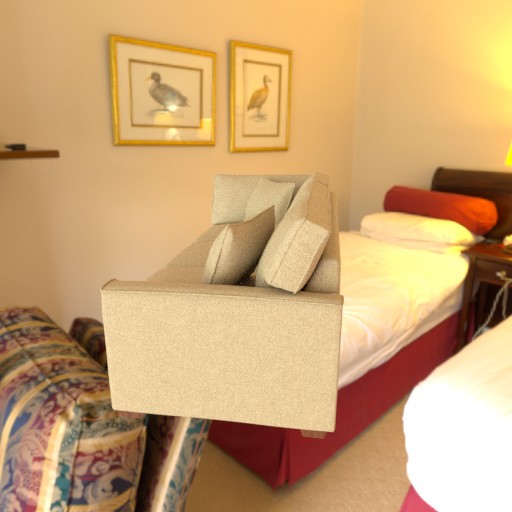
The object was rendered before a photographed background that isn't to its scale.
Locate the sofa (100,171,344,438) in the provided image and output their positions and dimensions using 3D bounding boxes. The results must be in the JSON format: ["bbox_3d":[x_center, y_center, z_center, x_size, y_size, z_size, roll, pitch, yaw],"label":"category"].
[{"bbox_3d":[0.000,0.000,2.904,1.061,0.962,2.317,3,16,9],"label":"sofa"}]
